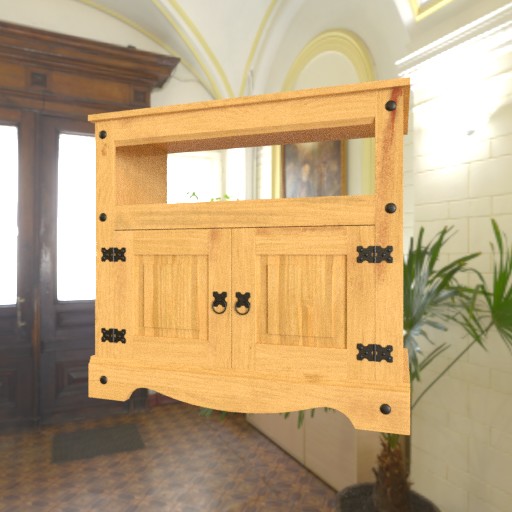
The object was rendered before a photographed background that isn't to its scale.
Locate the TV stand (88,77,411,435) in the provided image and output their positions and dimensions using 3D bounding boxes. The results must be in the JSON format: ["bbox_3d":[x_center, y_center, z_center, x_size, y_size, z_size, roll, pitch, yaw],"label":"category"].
[{"bbox_3d":[0.000,0.000,1.305,0.851,0.787,0.430,0,0,18],"label":"TV stand"}]
